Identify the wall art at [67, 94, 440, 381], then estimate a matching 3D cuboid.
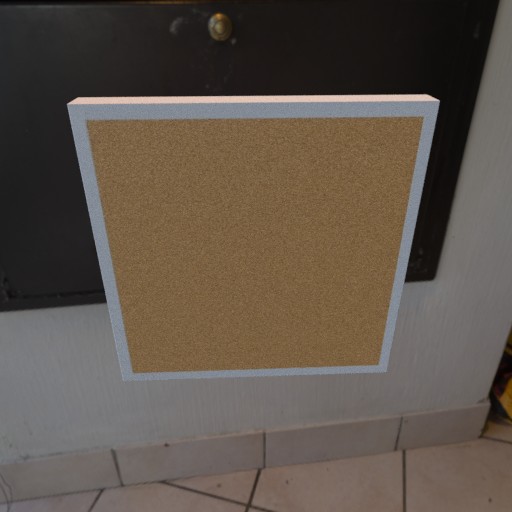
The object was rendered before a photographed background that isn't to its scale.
[{"bbox_3d":[0.000,0.000,0.599,0.406,0.406,0.038,-1,30,-2],"label":"wall art"}]
